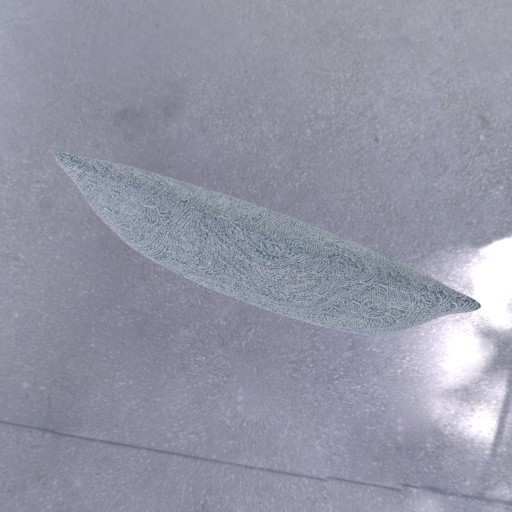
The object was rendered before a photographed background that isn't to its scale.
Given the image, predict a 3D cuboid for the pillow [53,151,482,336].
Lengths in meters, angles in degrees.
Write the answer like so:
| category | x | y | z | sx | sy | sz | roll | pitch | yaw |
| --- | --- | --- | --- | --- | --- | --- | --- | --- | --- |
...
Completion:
| category | x | y | z | sx | sy | sz | roll | pitch | yaw |
| --- | --- | --- | --- | --- | --- | --- | --- | --- | --- |
| pillow | 0.000 | 0.000 | 0.733 | 0.615 | 0.295 | 0.151 | 20 | 75 | 6 |
